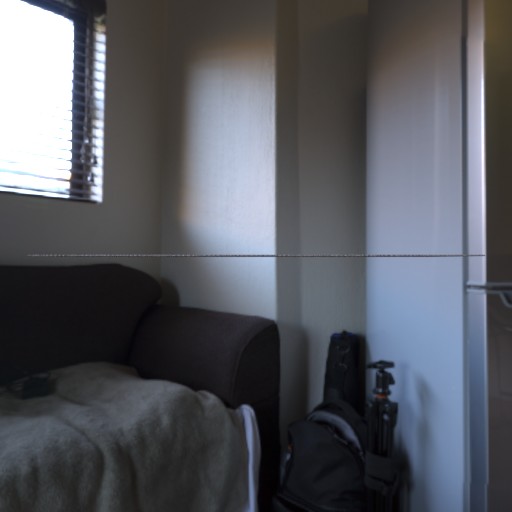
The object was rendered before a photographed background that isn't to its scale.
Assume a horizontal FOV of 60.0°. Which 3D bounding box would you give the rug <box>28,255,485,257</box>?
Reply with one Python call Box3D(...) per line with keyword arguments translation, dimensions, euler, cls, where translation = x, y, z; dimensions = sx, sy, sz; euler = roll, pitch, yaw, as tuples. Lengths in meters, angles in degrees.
Box3D(translation=(0.000, 0.000, 2.735), dimensions=(2.432, 0.008, 0.766), euler=(0, 0, 1), cls="rug")
